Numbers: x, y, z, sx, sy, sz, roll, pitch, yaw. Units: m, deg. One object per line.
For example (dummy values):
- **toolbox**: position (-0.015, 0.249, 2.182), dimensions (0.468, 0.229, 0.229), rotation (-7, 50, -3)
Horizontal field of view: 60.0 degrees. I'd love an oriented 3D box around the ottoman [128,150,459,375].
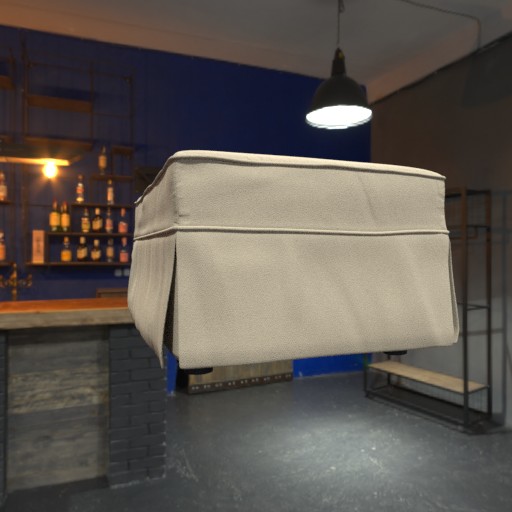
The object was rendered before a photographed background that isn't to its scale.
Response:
- **ottoman**: position (0.000, 0.000, 1.344), dimensions (0.721, 0.482, 0.959), rotation (0, 1, -20)
